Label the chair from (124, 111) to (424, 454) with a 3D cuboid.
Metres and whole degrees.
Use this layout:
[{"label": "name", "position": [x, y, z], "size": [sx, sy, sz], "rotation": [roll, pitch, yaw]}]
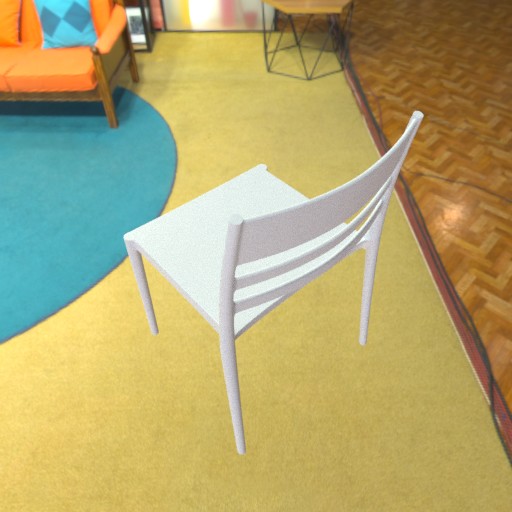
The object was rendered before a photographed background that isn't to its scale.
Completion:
[{"label": "chair", "position": [0.000, 0.000, 1.133], "size": [0.531, 0.800, 0.511], "rotation": [-33, 55, -27]}]
